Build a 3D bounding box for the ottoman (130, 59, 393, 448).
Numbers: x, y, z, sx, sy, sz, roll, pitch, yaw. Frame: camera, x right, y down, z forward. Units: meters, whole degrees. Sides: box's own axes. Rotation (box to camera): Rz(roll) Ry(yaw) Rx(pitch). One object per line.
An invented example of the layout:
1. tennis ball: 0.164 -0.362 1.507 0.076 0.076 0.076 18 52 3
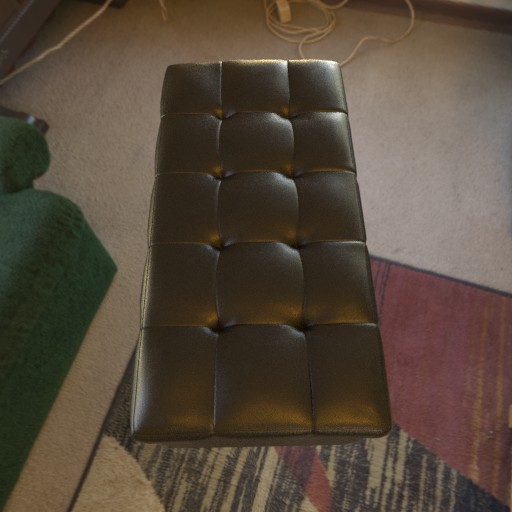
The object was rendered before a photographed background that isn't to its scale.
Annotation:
1. ottoman: 0.000 0.000 1.056 0.432 0.470 0.838 -1 64 0
